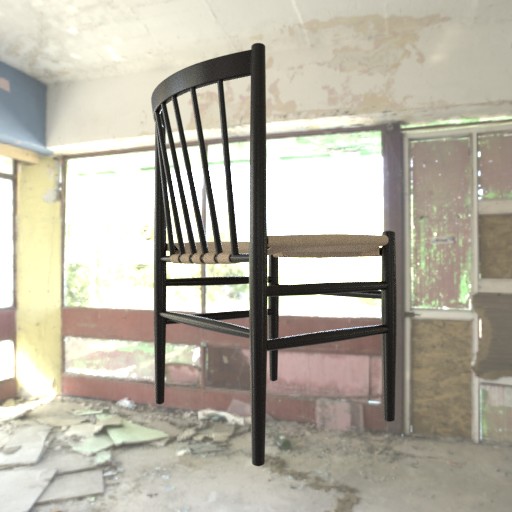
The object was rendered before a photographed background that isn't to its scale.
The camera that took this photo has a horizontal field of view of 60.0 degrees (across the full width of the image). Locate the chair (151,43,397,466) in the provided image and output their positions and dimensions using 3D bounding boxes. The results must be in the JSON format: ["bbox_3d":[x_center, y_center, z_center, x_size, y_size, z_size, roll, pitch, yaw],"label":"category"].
[{"bbox_3d":[0.000,0.000,1.142,0.516,0.818,0.495,1,-1,-36],"label":"chair"}]
